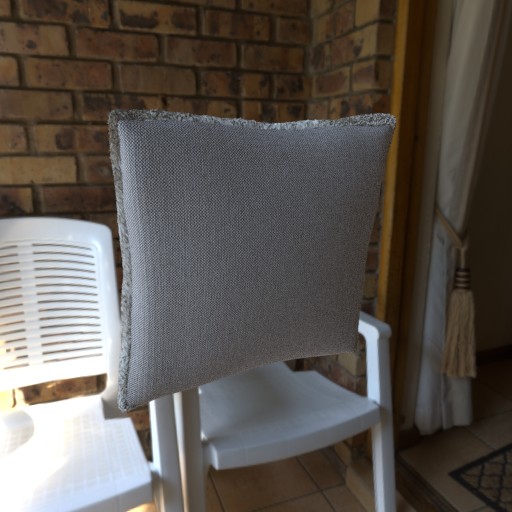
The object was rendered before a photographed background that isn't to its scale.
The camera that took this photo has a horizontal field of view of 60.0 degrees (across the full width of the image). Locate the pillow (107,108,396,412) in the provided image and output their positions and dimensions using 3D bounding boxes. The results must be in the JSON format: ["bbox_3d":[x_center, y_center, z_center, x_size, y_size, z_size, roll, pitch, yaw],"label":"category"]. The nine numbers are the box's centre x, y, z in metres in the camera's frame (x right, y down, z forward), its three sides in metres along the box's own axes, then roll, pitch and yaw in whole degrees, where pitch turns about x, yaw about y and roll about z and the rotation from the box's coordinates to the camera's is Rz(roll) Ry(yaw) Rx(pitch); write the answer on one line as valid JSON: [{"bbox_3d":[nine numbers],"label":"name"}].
[{"bbox_3d":[0.000,0.000,0.820,0.529,0.515,0.218,-7,15,-26],"label":"pillow"}]
